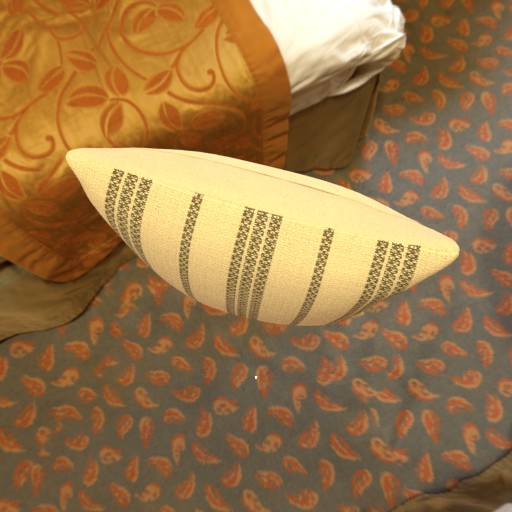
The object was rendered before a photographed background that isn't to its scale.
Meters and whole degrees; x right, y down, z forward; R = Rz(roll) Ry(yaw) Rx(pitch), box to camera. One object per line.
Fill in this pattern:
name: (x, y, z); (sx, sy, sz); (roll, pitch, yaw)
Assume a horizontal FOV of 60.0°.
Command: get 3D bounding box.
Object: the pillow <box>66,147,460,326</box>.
pillow: (0.000, 0.000, 0.627); (0.405, 0.406, 0.173); (14, 75, 4)
